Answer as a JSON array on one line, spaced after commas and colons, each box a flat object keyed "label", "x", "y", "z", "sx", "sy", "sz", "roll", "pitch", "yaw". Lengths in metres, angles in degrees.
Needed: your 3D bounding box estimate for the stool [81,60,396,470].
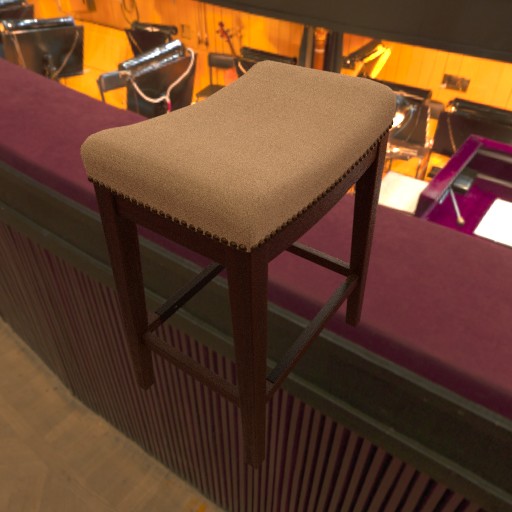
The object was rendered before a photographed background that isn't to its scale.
[{"label": "stool", "x": 0.000, "y": 0.000, "z": 0.961, "sx": 0.363, "sy": 0.669, "sz": 0.509, "roll": 25, "pitch": 46, "yaw": 26}]
